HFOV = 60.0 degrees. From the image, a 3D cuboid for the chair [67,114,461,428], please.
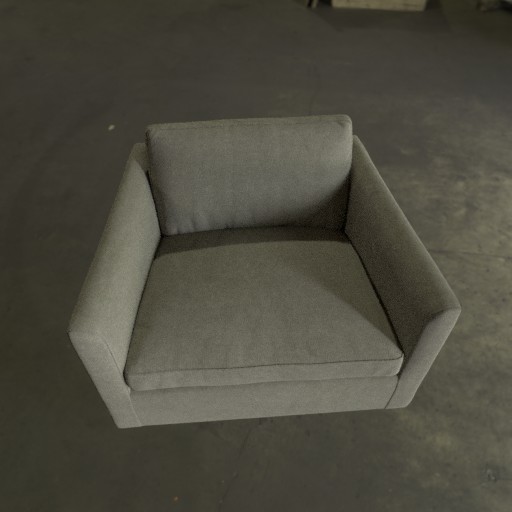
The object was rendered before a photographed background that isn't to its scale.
[{"bbox_3d":[0.000,0.000,1.851,1.190,0.845,1.091,-3,45,-3],"label":"chair"}]
